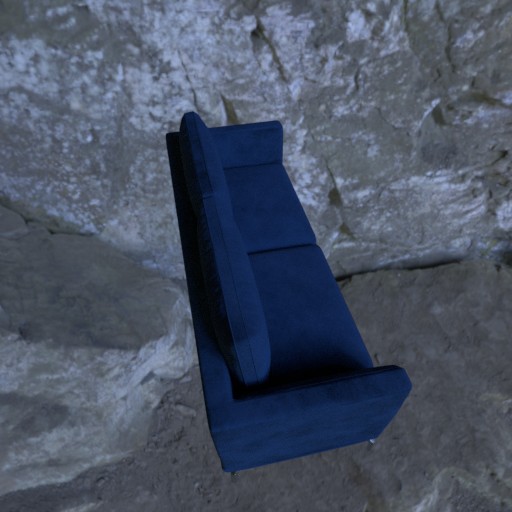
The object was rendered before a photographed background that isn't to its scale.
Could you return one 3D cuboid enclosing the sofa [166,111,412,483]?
[{"bbox_3d":[0.000,0.000,2.668,0.853,0.998,2.212,-9,47,-9],"label":"sofa"}]
